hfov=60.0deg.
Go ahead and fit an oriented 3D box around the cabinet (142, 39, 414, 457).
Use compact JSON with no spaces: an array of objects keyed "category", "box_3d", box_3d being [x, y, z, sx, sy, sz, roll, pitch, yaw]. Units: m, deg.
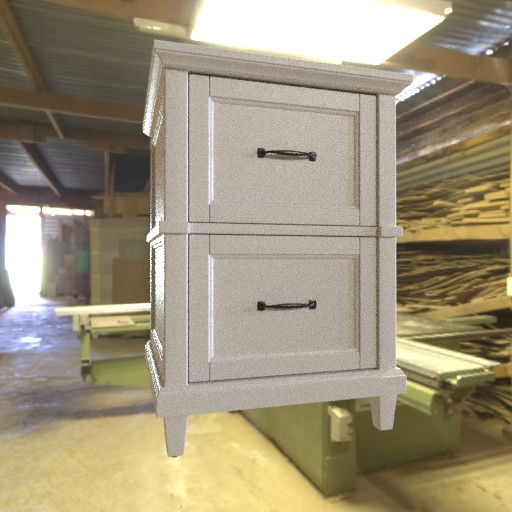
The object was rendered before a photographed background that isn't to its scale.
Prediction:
[{"category":"cabinet","box_3d":[0.000,0.000,1.132,0.544,0.775,0.547,0,0,-16]}]
